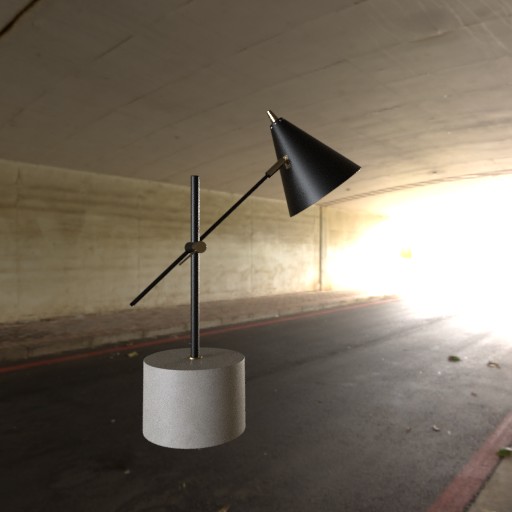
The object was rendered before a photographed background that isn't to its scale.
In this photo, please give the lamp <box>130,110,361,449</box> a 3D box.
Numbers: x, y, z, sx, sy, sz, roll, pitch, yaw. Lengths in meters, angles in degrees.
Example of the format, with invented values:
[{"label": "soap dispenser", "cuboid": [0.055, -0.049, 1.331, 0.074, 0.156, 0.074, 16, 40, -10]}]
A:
[{"label": "lamp", "cuboid": [0.000, 0.000, 0.731, 0.403, 0.518, 0.214, 0, 0, -17]}]
